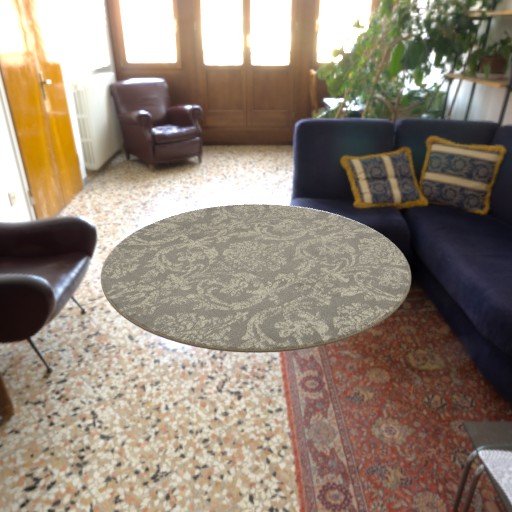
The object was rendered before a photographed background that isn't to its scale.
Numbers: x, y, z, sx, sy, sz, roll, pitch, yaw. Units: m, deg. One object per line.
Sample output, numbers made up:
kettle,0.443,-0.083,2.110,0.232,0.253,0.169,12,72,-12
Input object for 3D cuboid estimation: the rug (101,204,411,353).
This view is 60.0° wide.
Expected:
rug,0.000,0.000,2.381,1.593,0.012,1.593,0,27,0
